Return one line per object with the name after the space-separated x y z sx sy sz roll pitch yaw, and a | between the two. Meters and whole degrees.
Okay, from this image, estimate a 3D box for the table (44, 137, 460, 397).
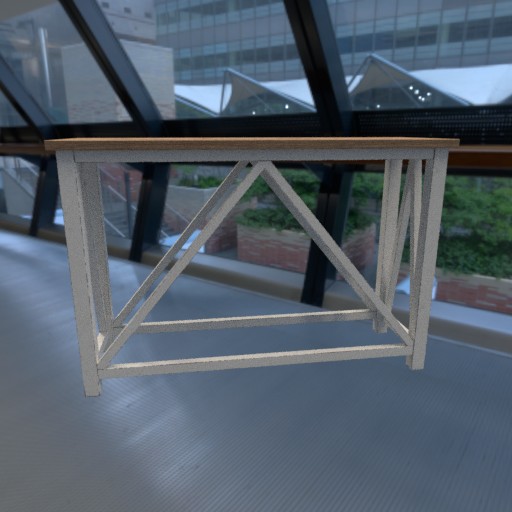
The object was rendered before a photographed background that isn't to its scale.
0.000 0.000 1.817 1.400 0.930 0.450 -2 16 -8 | table
